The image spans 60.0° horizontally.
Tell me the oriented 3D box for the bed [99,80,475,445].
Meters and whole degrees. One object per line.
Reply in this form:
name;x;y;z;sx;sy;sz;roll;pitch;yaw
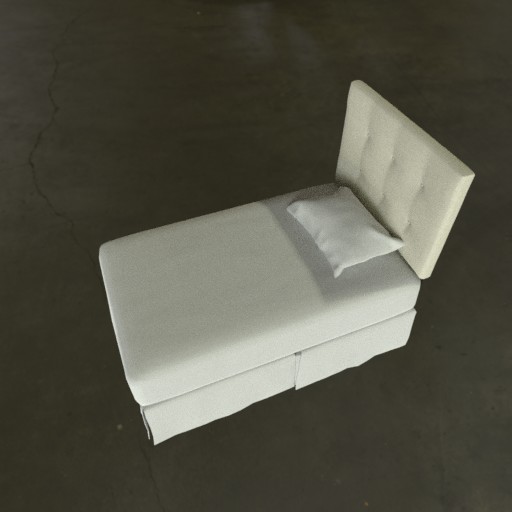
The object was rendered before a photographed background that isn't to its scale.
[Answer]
bed;0.000;0.000;2.927;1.997;1.571;1.261;-17;49;-15
